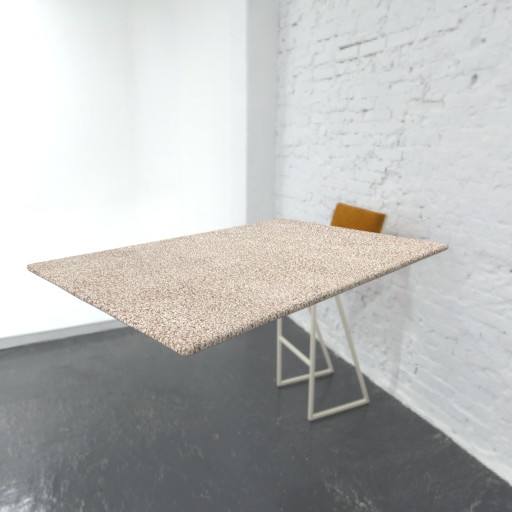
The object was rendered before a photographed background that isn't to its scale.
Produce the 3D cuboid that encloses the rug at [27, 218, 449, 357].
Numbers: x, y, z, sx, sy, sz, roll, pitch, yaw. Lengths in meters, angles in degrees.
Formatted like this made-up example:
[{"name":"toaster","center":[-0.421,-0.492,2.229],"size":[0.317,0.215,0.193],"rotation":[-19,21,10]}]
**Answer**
[{"name":"rug","center":[0.000,0.000,2.230],"size":[1.219,0.030,1.778],"rotation":[14,20,43]}]
